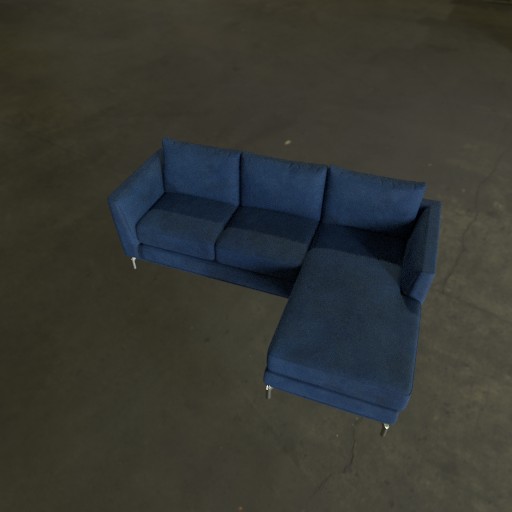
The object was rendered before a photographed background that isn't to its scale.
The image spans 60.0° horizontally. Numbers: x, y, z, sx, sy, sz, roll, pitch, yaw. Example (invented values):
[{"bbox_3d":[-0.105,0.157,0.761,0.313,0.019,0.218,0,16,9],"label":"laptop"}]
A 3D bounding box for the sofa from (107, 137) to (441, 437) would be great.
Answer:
[{"bbox_3d":[0.000,0.000,3.292,2.438,0.987,1.622,14,44,15],"label":"sofa"}]
